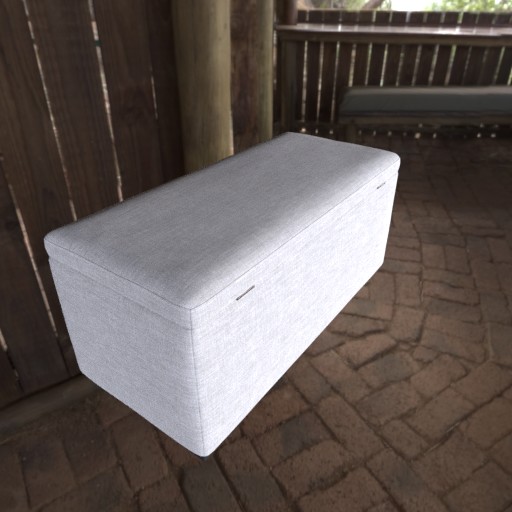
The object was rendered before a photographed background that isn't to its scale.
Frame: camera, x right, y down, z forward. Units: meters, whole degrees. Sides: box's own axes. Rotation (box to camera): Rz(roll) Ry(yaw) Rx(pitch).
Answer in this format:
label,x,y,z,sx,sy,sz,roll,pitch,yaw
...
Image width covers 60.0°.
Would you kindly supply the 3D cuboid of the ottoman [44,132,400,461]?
label,x,y,z,sx,sy,sz,roll,pitch,yaw
ottoman,0.000,0.000,1.161,0.419,0.432,0.902,21,37,30
